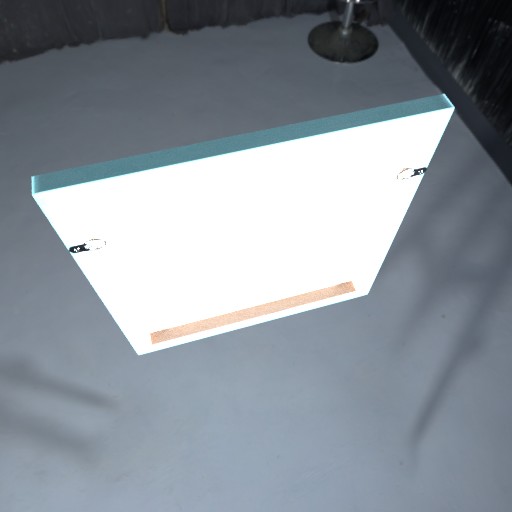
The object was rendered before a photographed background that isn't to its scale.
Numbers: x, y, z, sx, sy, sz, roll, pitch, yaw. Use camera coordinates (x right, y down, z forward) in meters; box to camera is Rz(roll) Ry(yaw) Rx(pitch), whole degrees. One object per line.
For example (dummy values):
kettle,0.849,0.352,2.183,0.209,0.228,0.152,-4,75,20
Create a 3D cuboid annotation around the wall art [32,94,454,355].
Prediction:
wall art,0.000,0.000,1.547,1.071,1.073,0.070,-14,59,-8
